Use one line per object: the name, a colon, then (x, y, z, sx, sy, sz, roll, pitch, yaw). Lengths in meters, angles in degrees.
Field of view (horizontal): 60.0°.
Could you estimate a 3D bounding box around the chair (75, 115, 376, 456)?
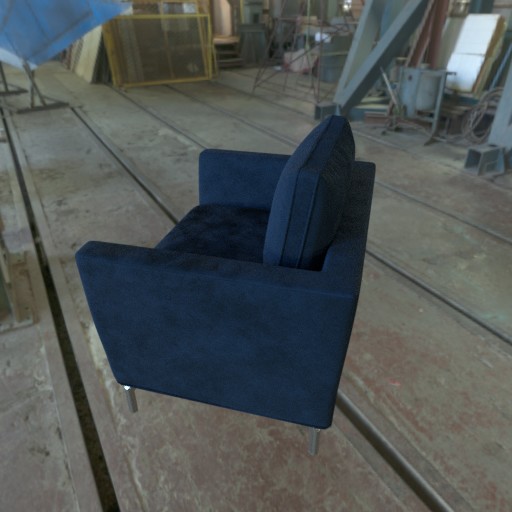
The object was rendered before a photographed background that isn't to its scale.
chair: (0.000, 0.000, 1.586, 0.746, 0.893, 0.977, 8, 31, 13)
